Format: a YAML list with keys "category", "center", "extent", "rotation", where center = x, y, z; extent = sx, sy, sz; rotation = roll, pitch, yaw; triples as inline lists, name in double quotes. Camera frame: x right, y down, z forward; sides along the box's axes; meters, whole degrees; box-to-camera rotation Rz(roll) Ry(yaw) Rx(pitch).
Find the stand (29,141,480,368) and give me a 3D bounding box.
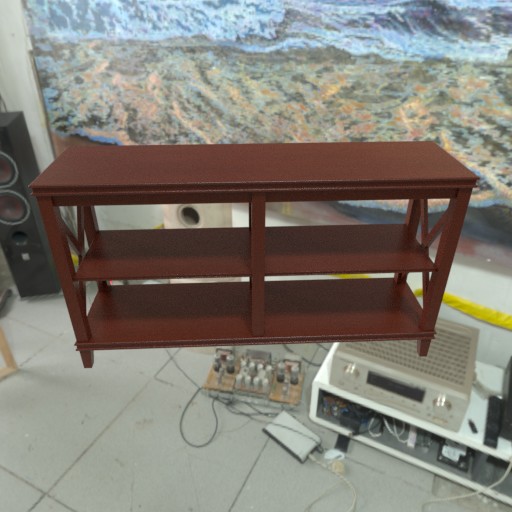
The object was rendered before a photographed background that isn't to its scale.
- category: "stand"
  center: [0.000, 0.000, 1.703]
  extent: [1.372, 0.762, 0.381]
  rotation: [-1, 32, -2]
